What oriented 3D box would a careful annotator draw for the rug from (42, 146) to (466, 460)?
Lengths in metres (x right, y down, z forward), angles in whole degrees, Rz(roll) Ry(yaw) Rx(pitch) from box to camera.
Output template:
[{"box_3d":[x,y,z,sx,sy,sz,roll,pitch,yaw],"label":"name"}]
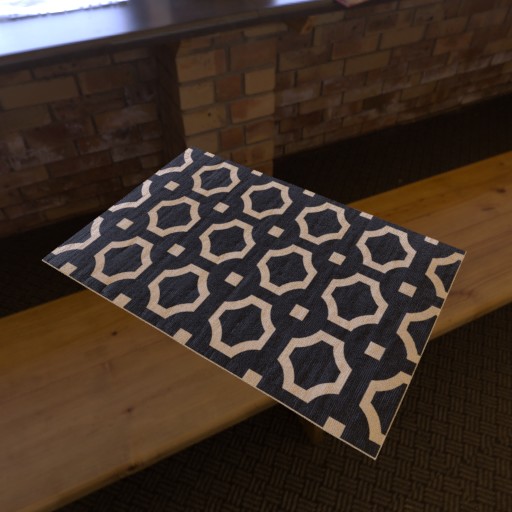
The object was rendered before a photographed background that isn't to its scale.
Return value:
[{"box_3d":[0.000,0.000,2.879,2.286,0.016,1.555,25,52,22],"label":"rug"}]
